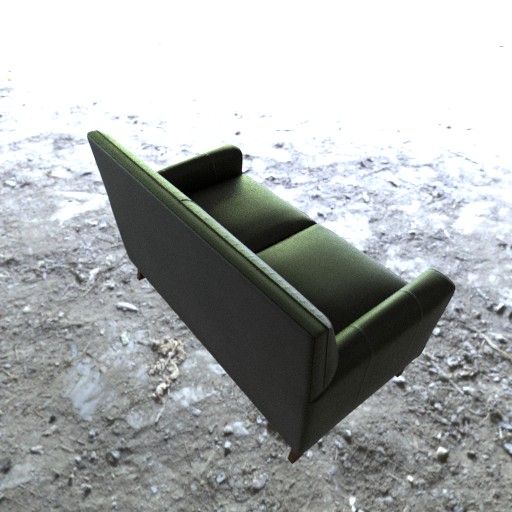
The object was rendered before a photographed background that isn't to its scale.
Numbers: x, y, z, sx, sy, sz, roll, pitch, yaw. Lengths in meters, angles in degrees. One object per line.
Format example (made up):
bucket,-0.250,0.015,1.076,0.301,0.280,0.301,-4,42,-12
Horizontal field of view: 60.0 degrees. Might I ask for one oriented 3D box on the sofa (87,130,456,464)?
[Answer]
sofa,0.000,0.000,1.992,0.787,0.871,1.473,-27,47,-28
